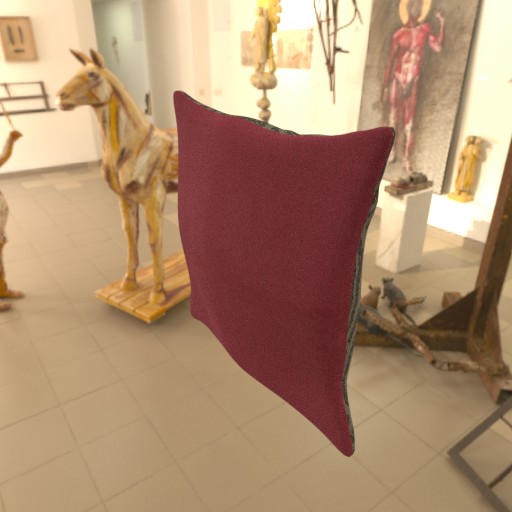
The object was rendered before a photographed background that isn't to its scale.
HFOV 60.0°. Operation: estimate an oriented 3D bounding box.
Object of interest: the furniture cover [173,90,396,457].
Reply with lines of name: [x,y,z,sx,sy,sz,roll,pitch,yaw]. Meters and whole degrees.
furniture cover: [0.000,0.000,0.780,0.163,0.513,0.514,-18,31,-32]
